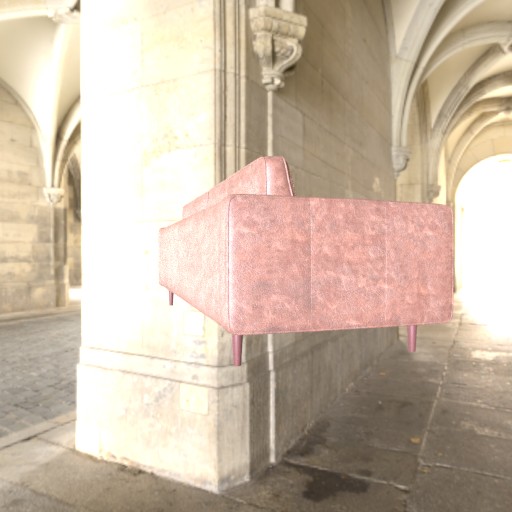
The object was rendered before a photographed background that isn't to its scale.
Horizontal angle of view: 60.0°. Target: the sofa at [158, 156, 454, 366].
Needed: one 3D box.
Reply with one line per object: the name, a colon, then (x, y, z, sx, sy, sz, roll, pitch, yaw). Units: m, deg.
sofa: (0.000, 0.000, 2.576, 0.914, 0.762, 2.210, 0, 1, -18)
